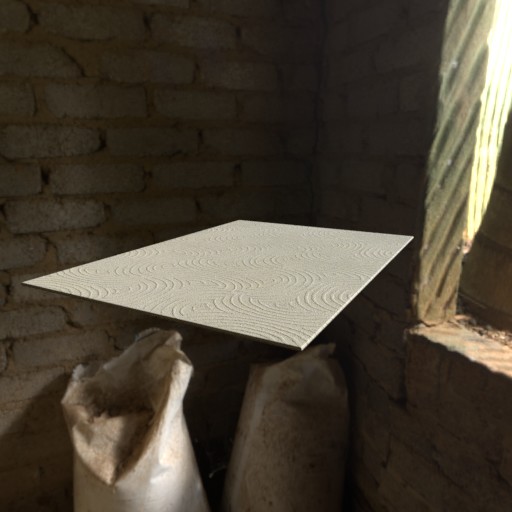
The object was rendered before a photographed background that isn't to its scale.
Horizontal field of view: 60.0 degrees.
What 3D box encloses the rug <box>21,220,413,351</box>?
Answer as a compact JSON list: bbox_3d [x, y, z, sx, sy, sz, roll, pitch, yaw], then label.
[{"bbox_3d":[0.000,0.000,2.774,1.526,0.015,2.132,8,16,28],"label":"rug"}]
